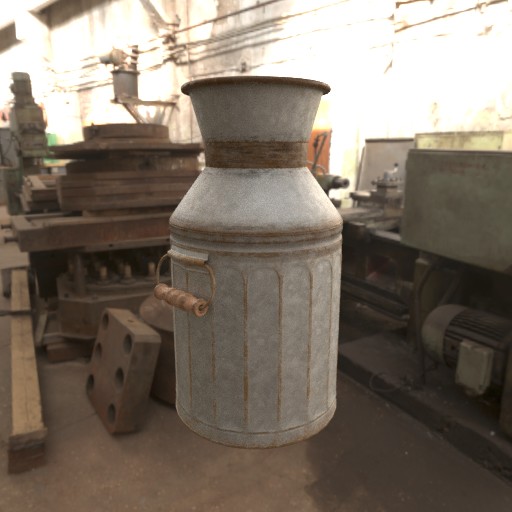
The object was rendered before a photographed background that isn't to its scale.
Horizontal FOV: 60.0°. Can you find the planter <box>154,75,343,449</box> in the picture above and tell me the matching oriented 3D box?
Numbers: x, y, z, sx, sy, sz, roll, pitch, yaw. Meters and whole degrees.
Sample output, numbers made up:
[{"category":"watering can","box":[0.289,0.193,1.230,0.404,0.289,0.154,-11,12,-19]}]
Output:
[{"category":"planter","box":[0.000,0.000,0.552,0.245,0.396,0.214,-13,19,-43]}]
